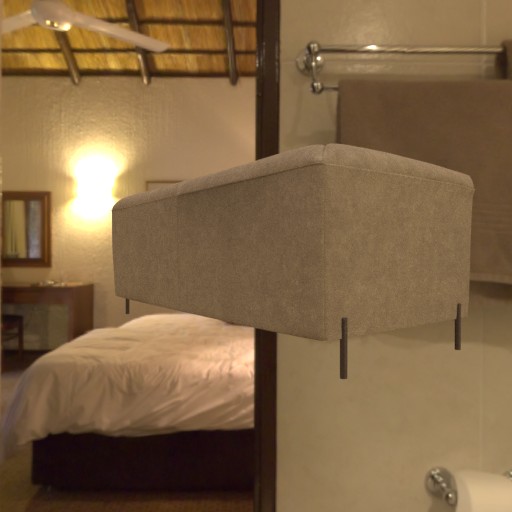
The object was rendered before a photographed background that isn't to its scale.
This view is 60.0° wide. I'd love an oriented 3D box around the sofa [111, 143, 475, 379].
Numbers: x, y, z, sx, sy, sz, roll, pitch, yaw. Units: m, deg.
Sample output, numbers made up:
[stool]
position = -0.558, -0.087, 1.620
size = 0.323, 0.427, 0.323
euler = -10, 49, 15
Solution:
[sofa]
position = 0.000, 0.000, 2.306
size = 0.905, 0.747, 1.878
euler = 0, 0, -37
